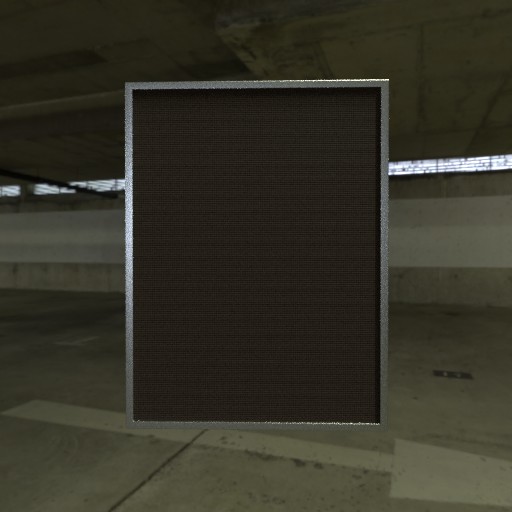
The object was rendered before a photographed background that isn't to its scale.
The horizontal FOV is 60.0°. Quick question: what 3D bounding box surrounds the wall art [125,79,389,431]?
[{"bbox_3d":[0.000,0.000,1.366,0.801,1.062,0.037,0,1,2],"label":"wall art"}]
